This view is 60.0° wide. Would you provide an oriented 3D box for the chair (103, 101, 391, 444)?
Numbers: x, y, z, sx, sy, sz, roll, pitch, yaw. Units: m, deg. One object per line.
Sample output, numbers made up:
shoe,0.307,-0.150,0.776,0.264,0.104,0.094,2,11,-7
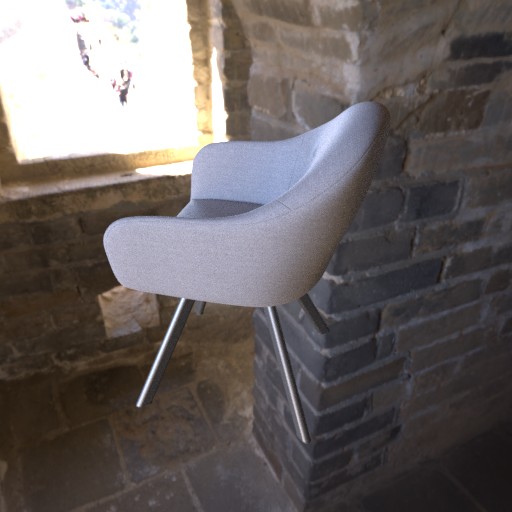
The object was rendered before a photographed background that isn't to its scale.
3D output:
chair,0.000,0.000,1.153,0.570,0.780,0.540,7,31,12
